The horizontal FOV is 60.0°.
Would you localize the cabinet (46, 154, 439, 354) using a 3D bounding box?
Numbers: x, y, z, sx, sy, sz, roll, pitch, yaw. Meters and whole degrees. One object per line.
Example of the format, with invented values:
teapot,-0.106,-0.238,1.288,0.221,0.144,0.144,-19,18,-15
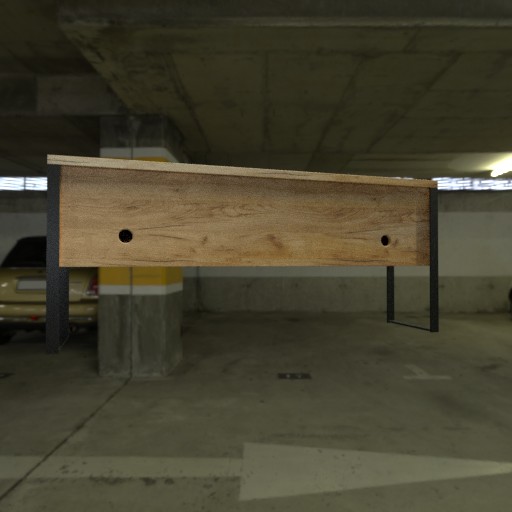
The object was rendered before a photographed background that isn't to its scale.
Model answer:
cabinet,0.000,0.000,2.150,1.800,0.762,0.395,0,-1,-17
